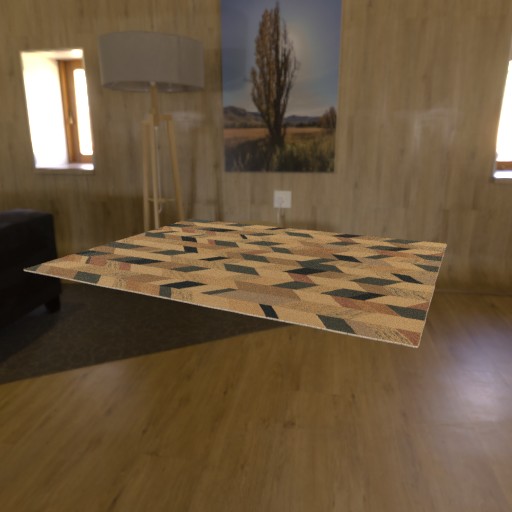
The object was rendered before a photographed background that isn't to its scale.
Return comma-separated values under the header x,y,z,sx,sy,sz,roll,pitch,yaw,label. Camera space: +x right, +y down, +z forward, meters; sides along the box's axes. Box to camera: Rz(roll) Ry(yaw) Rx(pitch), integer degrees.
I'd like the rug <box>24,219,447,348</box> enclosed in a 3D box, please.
x,y,z,sx,sy,sz,roll,pitch,yaw,label
0.000,0.000,4.025,3.072,0.011,2.451,7,17,25,rug
